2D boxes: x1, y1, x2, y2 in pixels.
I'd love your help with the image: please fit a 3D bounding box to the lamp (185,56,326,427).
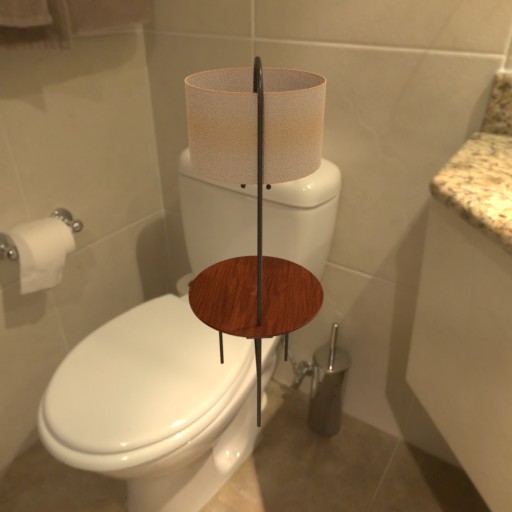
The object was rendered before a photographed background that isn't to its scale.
[{"bbox_3d":[0.000,0.000,1.804,0.573,1.517,0.573,0,31,0],"label":"lamp"}]
